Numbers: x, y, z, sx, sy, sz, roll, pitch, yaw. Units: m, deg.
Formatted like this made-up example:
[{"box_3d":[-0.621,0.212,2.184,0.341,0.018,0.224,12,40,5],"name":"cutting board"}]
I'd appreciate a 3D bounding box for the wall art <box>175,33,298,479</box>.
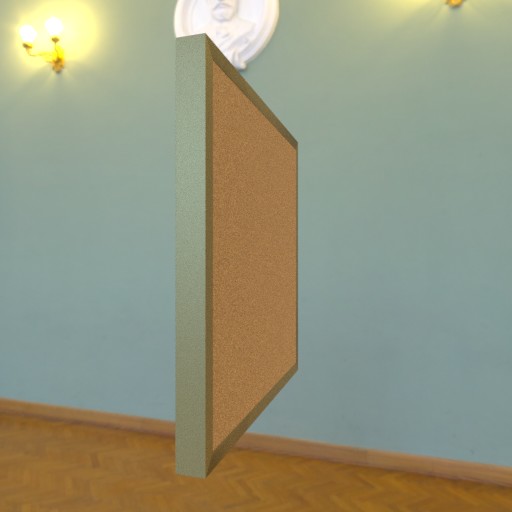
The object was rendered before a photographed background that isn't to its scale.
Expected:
[{"box_3d":[0.000,0.000,0.753,0.038,0.508,0.507,0,0,17],"name":"wall art"}]
